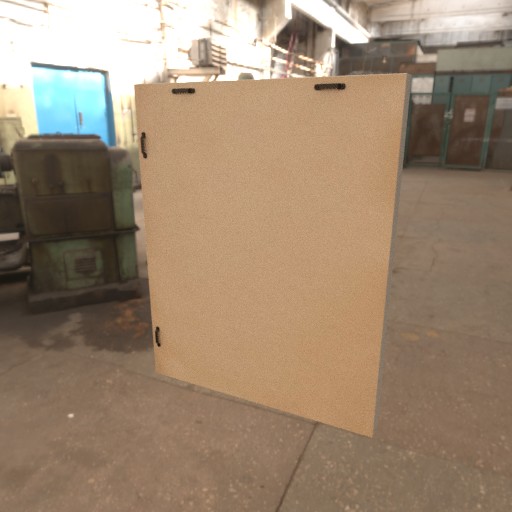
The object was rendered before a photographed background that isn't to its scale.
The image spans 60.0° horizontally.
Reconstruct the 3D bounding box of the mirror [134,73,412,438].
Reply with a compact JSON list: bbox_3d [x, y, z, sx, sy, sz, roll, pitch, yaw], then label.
[{"bbox_3d":[0.000,0.000,0.688,0.406,0.509,0.041,8,19,25],"label":"mirror"}]
